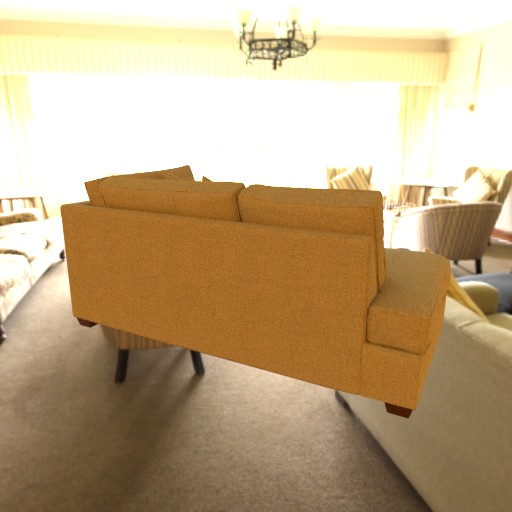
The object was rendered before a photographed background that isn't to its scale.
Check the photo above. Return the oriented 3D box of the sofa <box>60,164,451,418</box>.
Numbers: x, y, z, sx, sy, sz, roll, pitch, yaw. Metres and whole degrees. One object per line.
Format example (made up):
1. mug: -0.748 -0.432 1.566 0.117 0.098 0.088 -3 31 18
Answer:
1. sofa: 0.000 0.000 2.806 2.238 1.019 1.110 8 18 27
